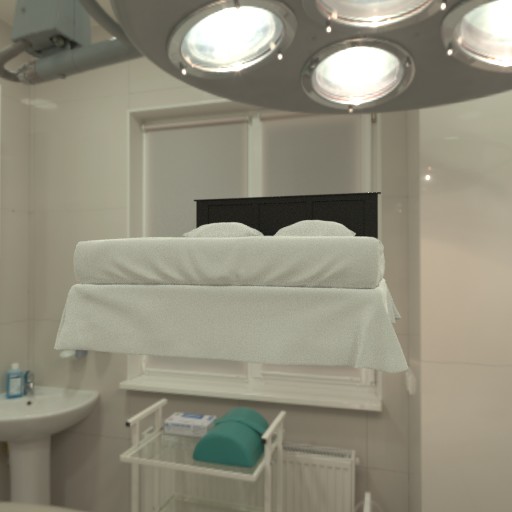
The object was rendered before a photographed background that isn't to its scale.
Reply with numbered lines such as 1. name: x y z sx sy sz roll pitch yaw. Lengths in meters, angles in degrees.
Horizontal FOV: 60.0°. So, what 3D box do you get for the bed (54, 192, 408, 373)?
1. bed: 0.000 0.000 3.615 2.315 1.271 2.219 0 -1 16
